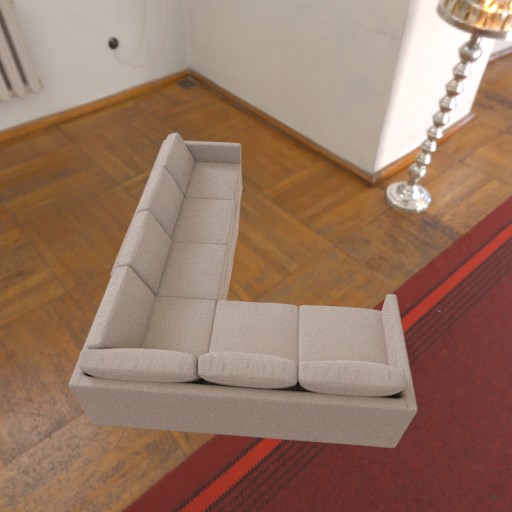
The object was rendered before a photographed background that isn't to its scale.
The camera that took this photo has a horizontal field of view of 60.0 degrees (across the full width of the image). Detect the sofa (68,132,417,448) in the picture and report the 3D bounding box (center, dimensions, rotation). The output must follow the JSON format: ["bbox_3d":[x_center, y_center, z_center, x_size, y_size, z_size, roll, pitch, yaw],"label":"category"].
[{"bbox_3d":[0.000,0.000,4.293,2.432,0.871,3.182,3,47,3],"label":"sofa"}]
